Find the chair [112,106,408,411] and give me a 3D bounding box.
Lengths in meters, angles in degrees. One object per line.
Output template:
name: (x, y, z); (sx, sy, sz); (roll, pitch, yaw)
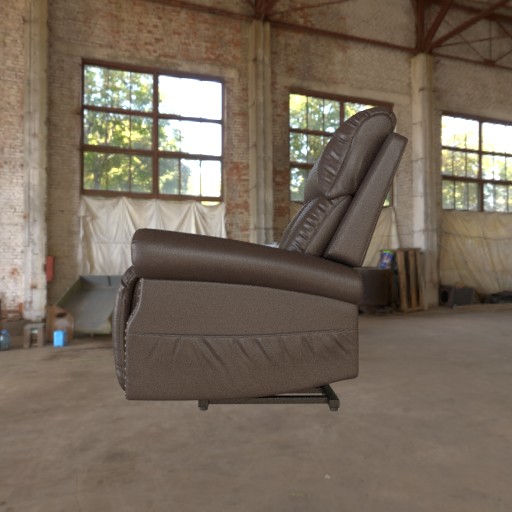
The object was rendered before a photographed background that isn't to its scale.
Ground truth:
chair: (0.000, 0.000, 1.748); (0.978, 1.028, 0.869); (0, -1, -1)
